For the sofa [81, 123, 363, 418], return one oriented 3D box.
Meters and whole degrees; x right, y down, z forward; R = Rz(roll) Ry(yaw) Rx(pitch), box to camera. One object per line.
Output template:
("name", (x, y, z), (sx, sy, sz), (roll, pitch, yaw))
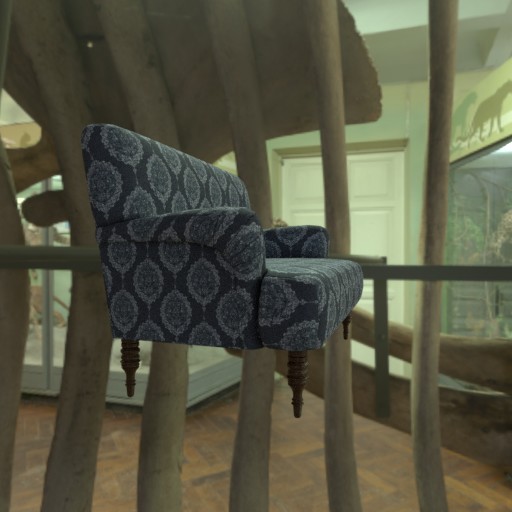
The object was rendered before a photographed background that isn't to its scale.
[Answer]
("sofa", (0.000, 0.000, 1.826), (0.779, 0.867, 1.297), (0, 1, 18))
